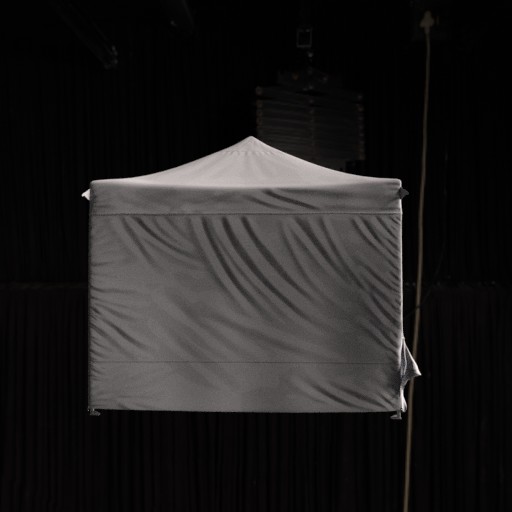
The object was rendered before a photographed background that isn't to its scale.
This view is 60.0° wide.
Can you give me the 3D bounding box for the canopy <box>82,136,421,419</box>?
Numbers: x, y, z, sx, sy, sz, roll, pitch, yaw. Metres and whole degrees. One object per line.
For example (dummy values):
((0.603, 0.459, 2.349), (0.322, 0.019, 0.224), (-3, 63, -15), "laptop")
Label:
((0.000, 0.000, 5.570), (3.121, 2.997, 3.043), (0, 0, 2), "canopy")
